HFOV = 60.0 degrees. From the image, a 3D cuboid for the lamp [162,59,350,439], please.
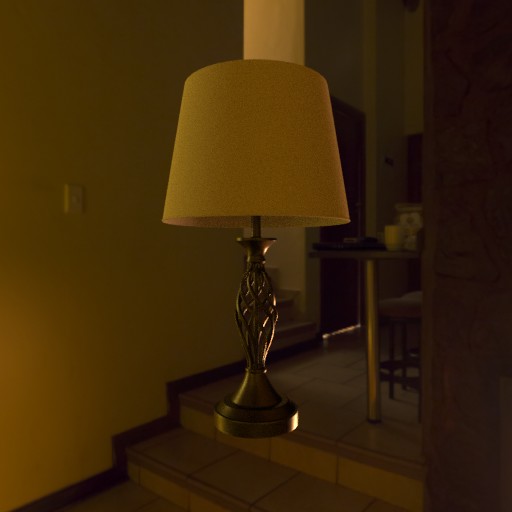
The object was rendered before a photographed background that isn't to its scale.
[{"bbox_3d":[0.000,0.000,0.794,0.331,0.594,0.331,0,0,0],"label":"lamp"}]
